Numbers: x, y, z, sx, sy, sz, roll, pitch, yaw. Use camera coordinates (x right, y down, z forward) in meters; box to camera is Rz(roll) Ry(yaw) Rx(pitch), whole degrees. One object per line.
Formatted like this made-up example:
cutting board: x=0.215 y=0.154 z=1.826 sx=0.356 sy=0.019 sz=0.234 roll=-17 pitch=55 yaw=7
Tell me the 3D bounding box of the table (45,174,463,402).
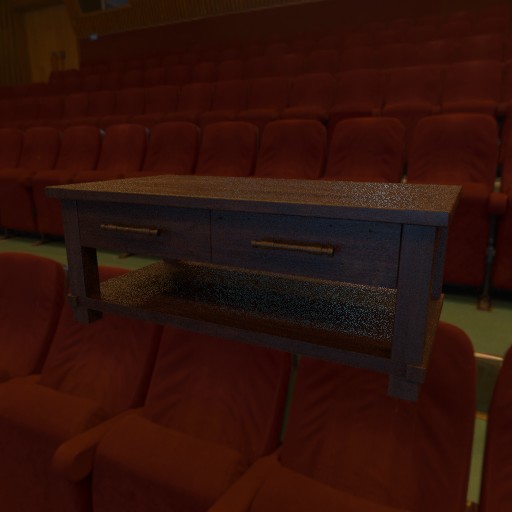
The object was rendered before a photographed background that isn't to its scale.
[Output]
table: x=0.000 y=0.000 z=1.581 sx=1.270 sy=0.494 sz=0.700 roll=7 pitch=16 yaw=25
